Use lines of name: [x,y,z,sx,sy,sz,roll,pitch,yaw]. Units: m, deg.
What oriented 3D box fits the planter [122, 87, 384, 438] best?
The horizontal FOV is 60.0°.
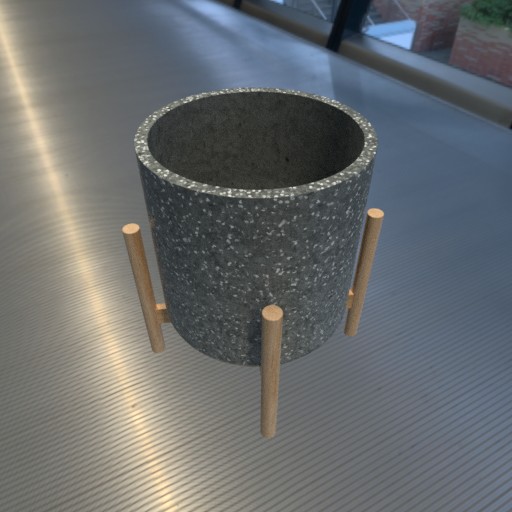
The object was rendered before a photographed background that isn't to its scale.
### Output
planter: [0.000,0.000,0.699,0.360,0.419,0.360,11,42,12]
